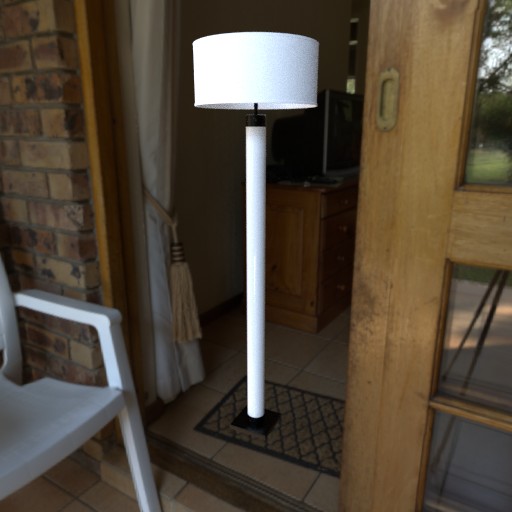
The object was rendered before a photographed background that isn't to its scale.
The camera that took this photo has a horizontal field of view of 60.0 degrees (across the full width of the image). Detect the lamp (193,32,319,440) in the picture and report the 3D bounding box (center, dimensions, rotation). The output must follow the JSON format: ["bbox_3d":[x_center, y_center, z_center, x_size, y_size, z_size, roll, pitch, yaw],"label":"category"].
[{"bbox_3d":[0.000,0.000,1.676,0.420,1.475,0.420,8,18,25],"label":"lamp"}]
